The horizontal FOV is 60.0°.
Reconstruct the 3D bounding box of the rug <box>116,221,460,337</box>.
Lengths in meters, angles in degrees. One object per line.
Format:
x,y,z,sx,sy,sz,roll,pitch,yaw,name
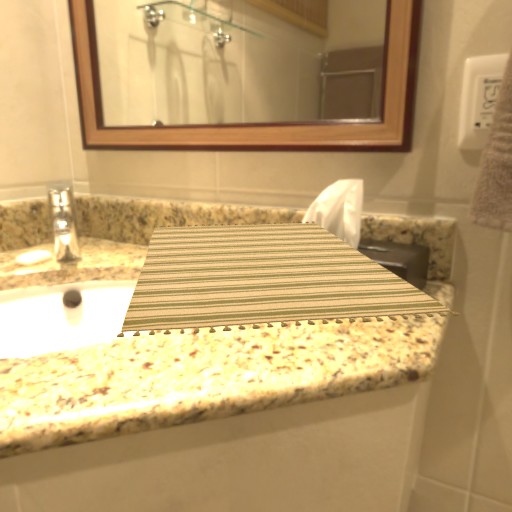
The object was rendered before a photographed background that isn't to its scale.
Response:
0.000,0.000,3.087,1.540,0.018,2.435,-2,15,-9,rug
